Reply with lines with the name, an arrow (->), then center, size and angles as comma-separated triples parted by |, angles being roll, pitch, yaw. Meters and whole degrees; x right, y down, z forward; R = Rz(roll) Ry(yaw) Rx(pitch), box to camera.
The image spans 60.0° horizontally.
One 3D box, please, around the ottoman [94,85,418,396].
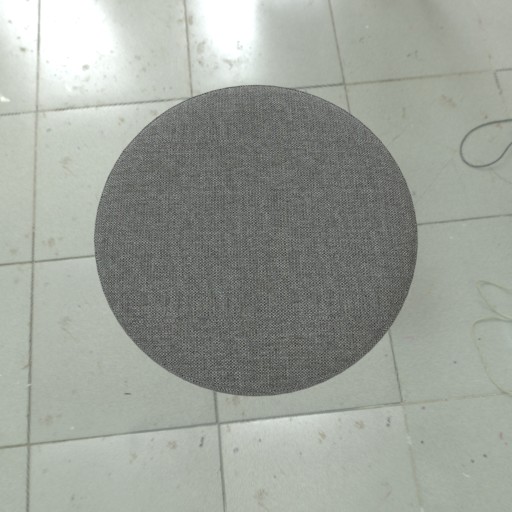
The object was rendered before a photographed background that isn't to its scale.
ottoman -> 0.000, 0.000, 0.885 | 0.520, 0.430, 0.520 | 0, 75, 0
